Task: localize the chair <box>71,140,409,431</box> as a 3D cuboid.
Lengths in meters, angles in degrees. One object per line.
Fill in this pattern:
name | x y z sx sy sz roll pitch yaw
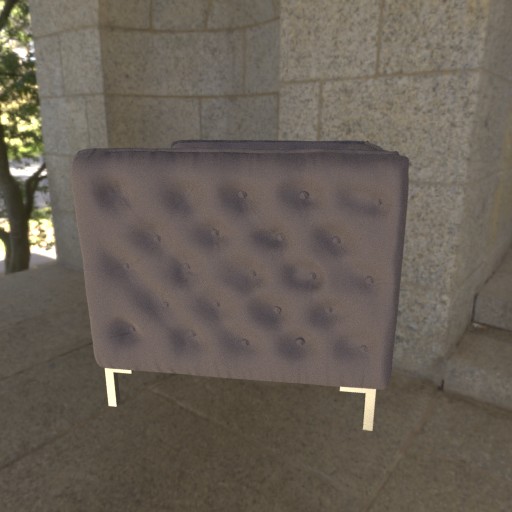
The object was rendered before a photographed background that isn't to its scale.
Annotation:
chair | 0.000 0.000 1.630 0.913 0.807 0.946 2 16 8
